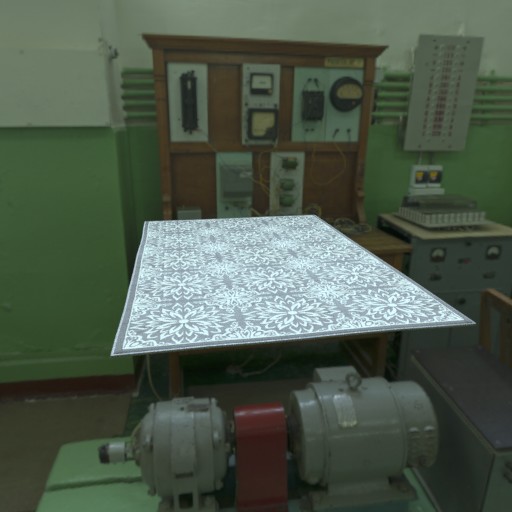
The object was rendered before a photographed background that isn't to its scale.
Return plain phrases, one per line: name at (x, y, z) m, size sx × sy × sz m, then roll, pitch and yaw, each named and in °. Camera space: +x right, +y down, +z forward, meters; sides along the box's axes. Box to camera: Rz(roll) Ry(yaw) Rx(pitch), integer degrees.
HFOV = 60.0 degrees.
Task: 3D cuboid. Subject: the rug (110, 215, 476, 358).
rug at (0.000, 0.000, 3.416) m, size 1.819 × 0.018 × 2.746 m, roll -3°, pitch 17°, yaw -10°
